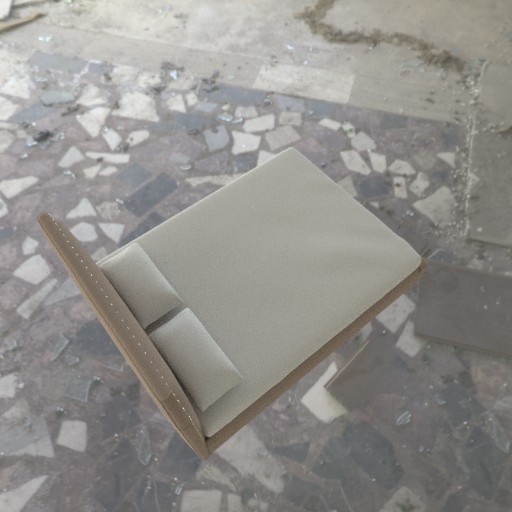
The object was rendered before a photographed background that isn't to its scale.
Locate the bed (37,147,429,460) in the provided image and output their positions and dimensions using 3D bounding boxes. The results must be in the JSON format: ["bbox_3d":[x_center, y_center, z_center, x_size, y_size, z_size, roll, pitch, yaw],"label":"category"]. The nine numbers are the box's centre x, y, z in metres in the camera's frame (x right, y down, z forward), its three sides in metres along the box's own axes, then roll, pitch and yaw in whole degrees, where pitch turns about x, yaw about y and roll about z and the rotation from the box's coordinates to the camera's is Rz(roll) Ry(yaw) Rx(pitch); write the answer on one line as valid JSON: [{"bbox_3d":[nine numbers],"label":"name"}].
[{"bbox_3d":[0.000,0.000,3.418,2.372,1.443,1.713,-34,64,-19],"label":"bed"}]
